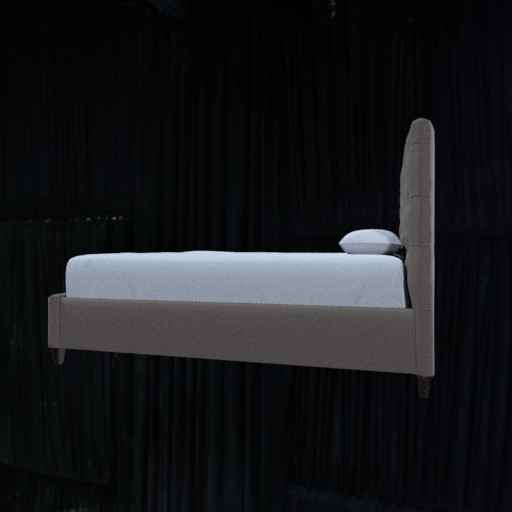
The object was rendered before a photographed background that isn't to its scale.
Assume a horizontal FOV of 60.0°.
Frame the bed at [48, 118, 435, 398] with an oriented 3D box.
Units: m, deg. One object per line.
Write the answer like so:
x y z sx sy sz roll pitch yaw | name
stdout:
0.000 0.000 3.373 2.387 1.427 1.698 0 1 17 | bed
